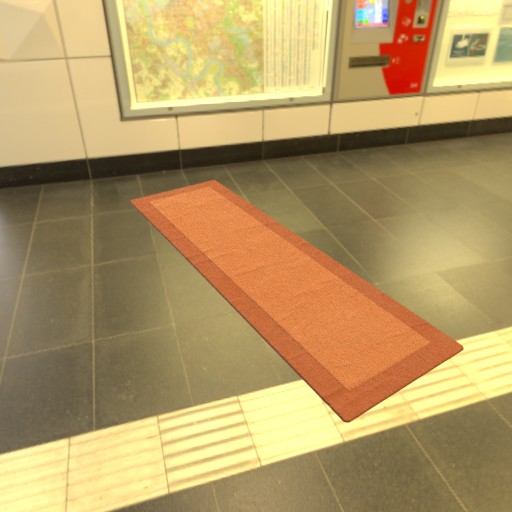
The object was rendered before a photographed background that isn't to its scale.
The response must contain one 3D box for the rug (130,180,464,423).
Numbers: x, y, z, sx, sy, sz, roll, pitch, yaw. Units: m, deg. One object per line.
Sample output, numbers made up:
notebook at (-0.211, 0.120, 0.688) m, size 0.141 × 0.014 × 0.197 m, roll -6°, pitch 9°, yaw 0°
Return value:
rug at (0.000, 0.000, 2.760) m, size 0.914 × 0.013 × 2.471 m, roll -22°, pitch 38°, yaw -31°
